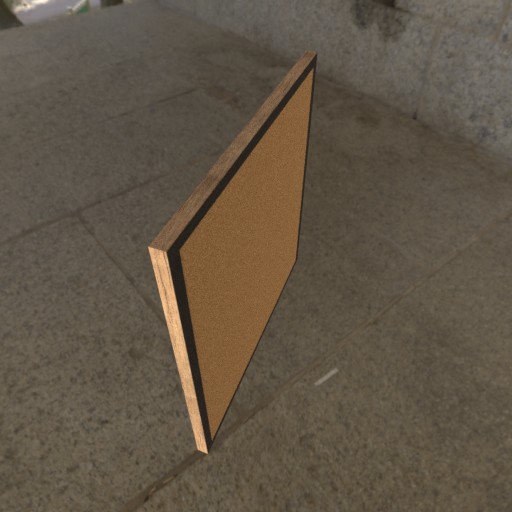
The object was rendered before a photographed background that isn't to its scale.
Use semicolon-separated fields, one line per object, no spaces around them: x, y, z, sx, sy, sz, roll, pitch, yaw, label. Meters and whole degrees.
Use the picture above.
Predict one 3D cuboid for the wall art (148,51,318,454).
0.000;0.000;1.046;0.029;0.691;0.695;16;48;15;wall art
